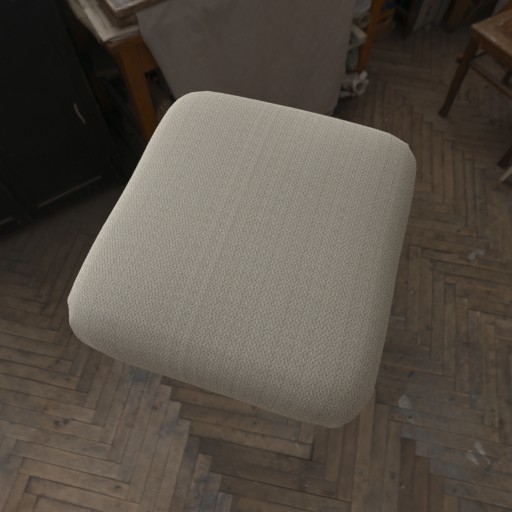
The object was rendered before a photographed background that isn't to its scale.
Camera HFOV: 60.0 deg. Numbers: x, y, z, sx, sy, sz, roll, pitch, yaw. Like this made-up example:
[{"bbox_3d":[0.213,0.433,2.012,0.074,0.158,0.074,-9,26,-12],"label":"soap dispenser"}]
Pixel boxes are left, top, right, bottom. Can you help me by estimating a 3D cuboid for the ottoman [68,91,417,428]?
[{"bbox_3d":[0.000,0.000,1.080,0.622,0.447,0.684,16,64,8],"label":"ottoman"}]
